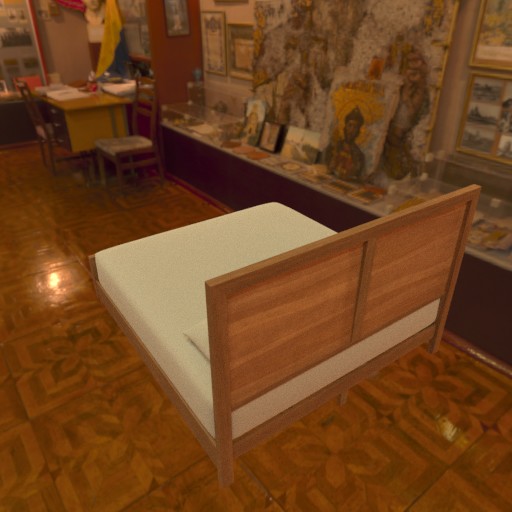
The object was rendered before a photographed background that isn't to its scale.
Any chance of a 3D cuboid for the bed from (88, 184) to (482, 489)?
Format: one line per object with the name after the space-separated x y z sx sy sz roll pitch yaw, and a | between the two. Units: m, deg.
0.000 0.000 3.460 2.003 1.387 2.184 -19 35 -30 | bed
